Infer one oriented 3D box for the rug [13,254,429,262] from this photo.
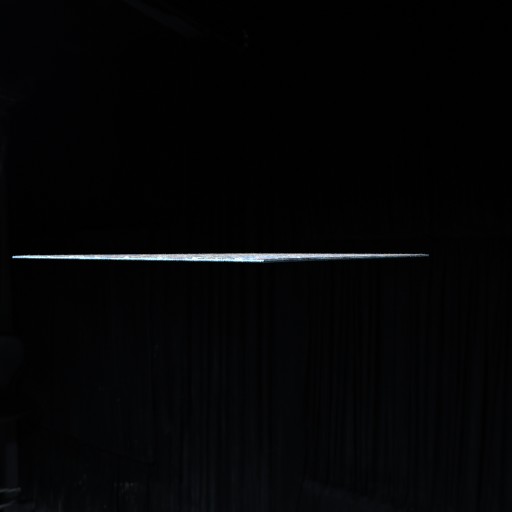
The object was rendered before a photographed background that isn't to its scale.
[{"bbox_3d":[0.000,0.000,2.778,1.567,0.014,2.207,0,1,34],"label":"rug"}]
